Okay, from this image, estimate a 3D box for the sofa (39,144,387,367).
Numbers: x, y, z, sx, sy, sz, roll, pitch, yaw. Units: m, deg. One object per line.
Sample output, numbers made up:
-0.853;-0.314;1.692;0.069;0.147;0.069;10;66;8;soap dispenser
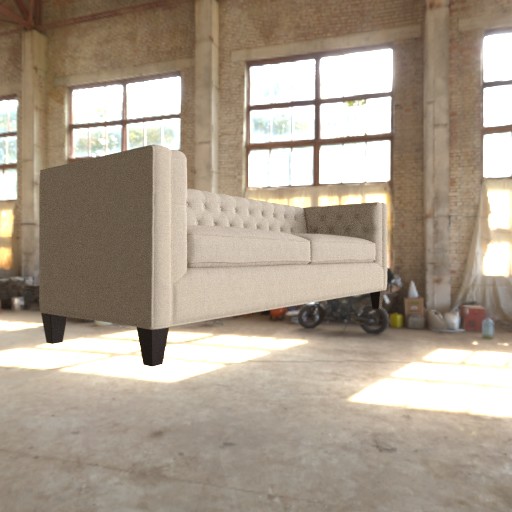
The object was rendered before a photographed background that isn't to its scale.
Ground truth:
0.000;0.000;2.571;0.775;0.762;2.159;0;0;37;sofa
